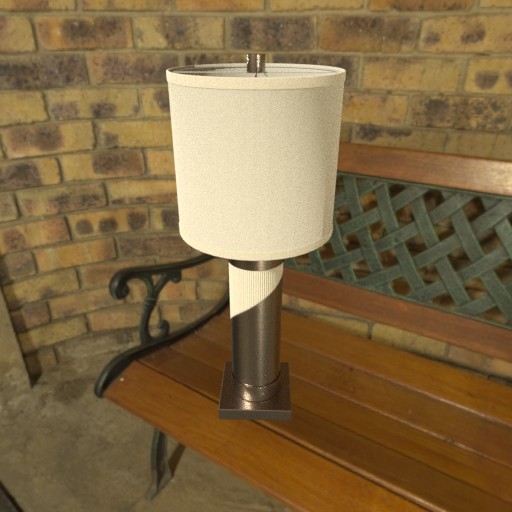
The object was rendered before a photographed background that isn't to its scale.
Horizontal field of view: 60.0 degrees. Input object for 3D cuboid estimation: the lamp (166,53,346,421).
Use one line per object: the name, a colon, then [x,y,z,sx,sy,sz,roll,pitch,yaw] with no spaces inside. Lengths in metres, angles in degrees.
lamp: [0.000,0.000,0.614,0.202,0.509,0.202,1,27,1]
